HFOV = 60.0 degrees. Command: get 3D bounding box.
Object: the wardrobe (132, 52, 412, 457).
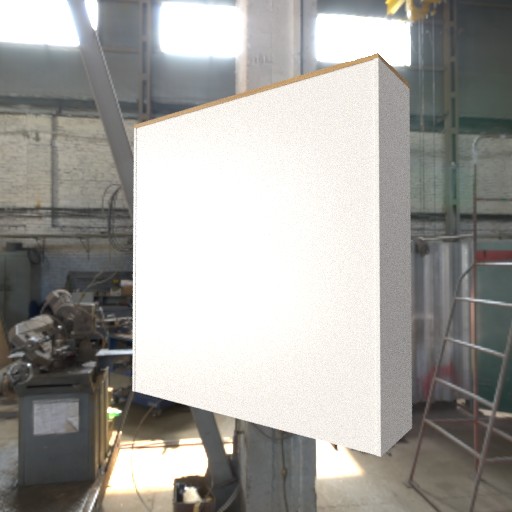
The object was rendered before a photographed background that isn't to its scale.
[{"bbox_3d":[0.000,0.000,3.356,2.160,2.260,0.590,-1,-2,37],"label":"wardrobe"}]
